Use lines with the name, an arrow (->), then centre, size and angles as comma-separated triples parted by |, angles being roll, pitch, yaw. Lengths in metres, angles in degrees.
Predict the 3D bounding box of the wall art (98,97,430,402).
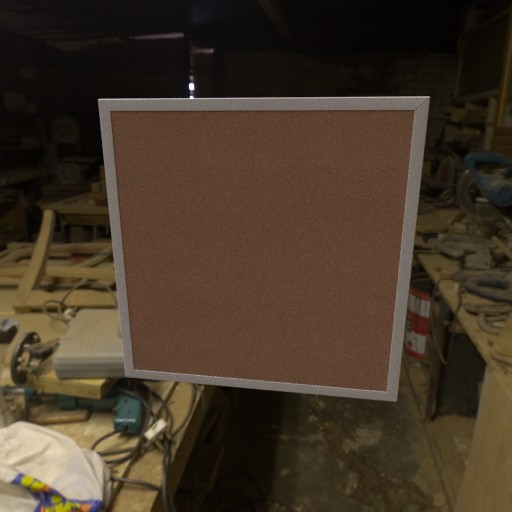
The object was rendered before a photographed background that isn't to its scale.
wall art -> 0.000, 0.000, 1.134 | 0.760, 0.760, 0.036 | 3, 17, 9
